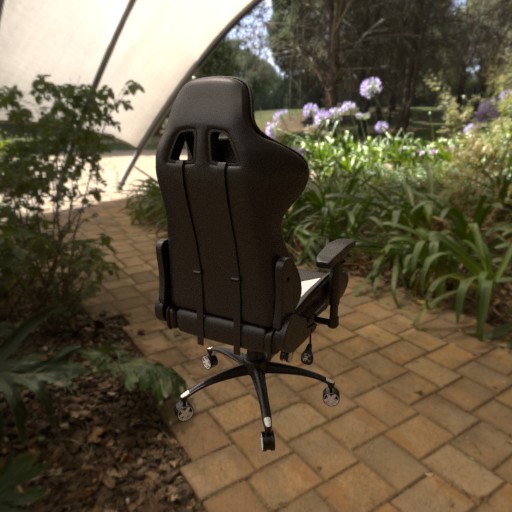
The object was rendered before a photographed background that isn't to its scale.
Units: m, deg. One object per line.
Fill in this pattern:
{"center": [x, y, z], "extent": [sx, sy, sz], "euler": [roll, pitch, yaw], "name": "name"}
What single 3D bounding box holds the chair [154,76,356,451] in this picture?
{"center": [0.000, 0.000, 1.752], "extent": [0.730, 1.285, 0.695], "euler": [9, 20, 26], "name": "chair"}
